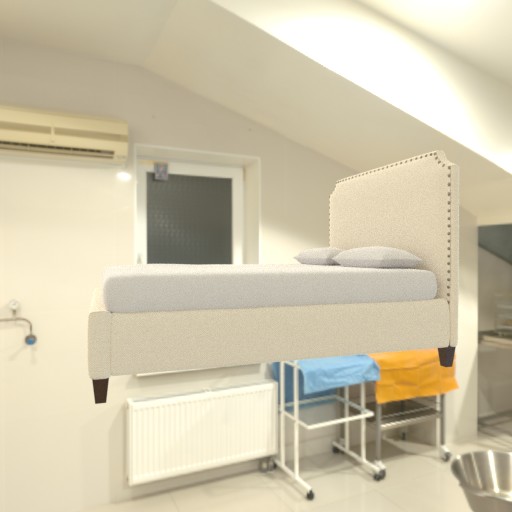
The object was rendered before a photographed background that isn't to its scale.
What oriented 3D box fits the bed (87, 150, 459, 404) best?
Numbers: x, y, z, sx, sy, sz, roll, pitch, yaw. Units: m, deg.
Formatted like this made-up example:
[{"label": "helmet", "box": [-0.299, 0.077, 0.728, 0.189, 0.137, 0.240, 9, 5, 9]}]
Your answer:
[{"label": "bed", "box": [0.000, 0.000, 3.401, 2.372, 1.497, 1.712, 0, 0, -19]}]
